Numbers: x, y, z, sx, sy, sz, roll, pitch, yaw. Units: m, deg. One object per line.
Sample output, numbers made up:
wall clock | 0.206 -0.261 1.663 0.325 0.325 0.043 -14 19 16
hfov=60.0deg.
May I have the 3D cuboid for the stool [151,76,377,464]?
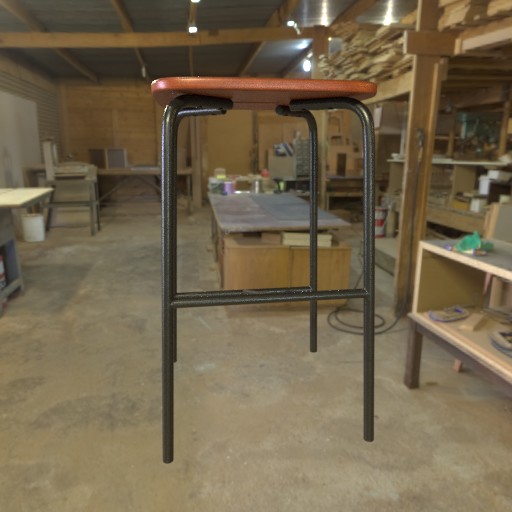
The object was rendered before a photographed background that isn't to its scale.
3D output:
stool | 0.000 0.000 0.875 0.376 0.610 0.376 -2 14 -9
